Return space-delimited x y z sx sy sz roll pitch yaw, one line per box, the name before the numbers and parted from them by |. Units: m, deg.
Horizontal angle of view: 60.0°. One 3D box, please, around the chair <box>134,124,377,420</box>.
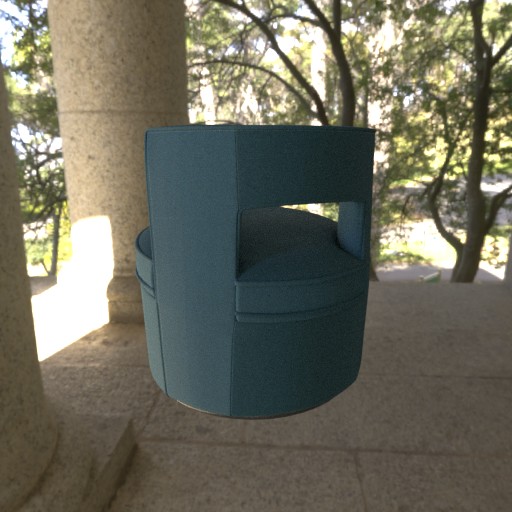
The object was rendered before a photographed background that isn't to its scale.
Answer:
chair | 0.000 0.000 1.291 0.684 0.711 0.660 -7 16 -25
